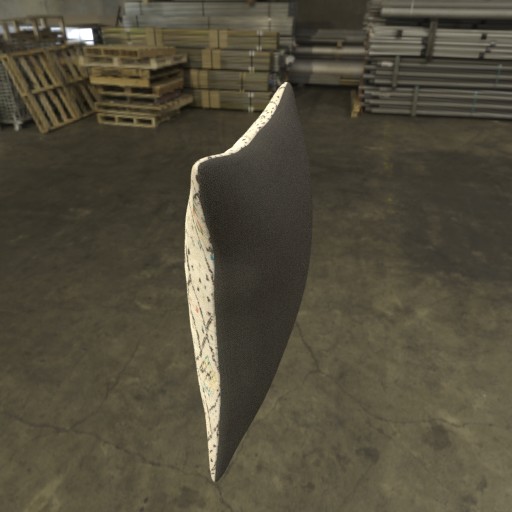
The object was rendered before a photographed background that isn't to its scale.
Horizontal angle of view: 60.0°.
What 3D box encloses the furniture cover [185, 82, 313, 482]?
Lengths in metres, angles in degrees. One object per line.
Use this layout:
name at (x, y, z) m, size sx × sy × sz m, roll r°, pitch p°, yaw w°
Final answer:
furniture cover at (0.000, 0.000, 0.764) m, size 0.180 × 0.498 × 0.525 m, roll 7°, pitch 31°, yaw 11°
